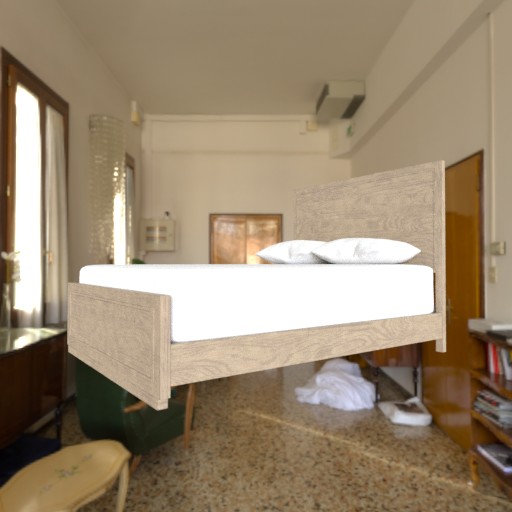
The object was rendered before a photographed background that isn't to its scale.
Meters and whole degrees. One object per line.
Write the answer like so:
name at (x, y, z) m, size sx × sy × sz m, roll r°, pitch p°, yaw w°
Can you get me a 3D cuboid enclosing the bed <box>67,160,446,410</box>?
bed at (0.000, 0.000, 3.184) m, size 2.189 × 1.369 × 1.606 m, roll 1°, pitch -1°, yaw -36°
